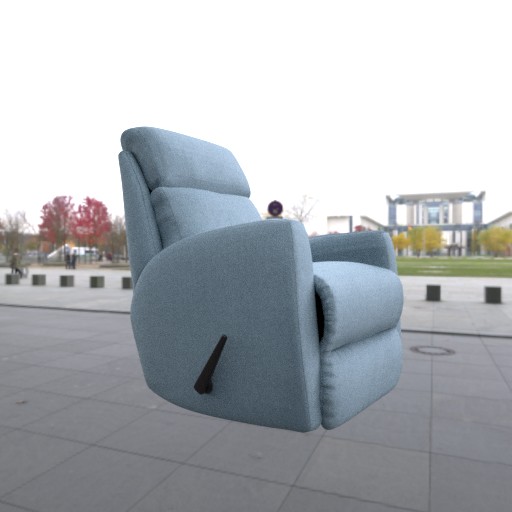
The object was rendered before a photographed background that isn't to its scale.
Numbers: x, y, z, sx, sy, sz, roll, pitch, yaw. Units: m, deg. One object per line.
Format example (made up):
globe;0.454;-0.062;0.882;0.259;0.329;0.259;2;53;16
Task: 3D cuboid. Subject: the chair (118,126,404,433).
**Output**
chair;0.000;0.000;1.676;0.940;1.013;0.812;0;0;37
